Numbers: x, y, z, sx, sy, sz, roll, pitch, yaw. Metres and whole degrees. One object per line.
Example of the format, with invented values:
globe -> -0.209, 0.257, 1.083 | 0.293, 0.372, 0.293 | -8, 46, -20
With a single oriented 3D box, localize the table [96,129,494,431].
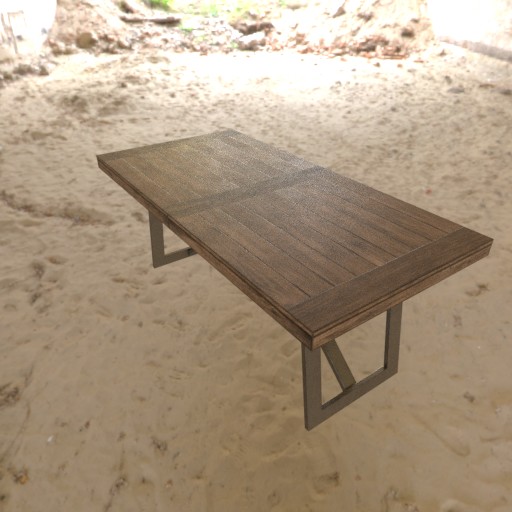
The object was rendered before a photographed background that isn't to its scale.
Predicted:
table -> 0.000, 0.000, 2.332 | 0.931, 0.757, 1.867 | -20, 37, -30
